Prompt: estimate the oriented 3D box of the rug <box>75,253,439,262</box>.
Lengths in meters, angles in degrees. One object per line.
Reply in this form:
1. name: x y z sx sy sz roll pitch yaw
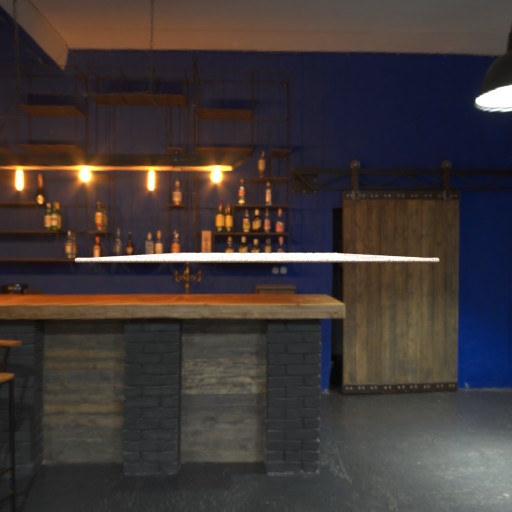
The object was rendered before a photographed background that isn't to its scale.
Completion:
1. rug: 0.000 0.000 2.387 1.225 0.015 1.840 0 1 0
